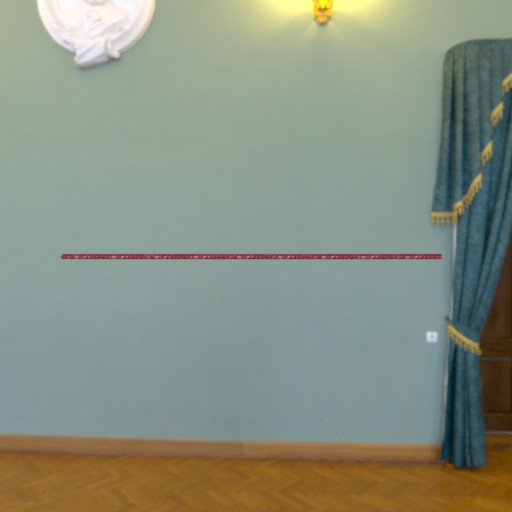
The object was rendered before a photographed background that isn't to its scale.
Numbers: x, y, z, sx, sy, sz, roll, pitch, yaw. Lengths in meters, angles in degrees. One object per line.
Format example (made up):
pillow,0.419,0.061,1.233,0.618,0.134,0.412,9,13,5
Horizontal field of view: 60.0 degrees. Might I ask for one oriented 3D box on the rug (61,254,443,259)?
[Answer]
rug,0.000,0.000,2.316,1.230,0.018,1.835,0,0,2
